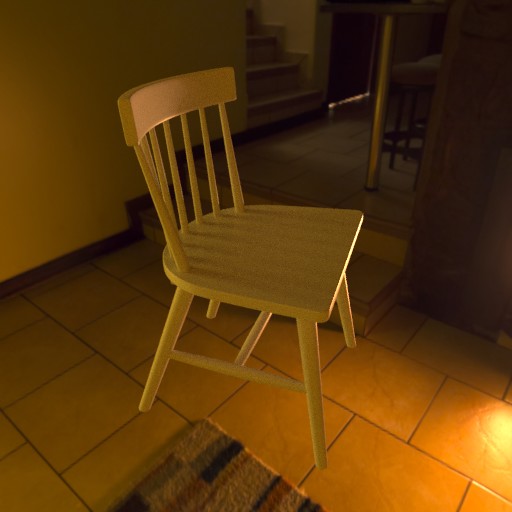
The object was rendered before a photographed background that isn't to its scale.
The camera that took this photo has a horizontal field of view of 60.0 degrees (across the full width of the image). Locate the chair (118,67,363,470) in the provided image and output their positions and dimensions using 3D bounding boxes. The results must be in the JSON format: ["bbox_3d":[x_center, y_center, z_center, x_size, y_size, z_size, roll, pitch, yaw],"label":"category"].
[{"bbox_3d":[0.000,0.000,1.073,0.500,0.787,0.483,10,31,17],"label":"chair"}]
